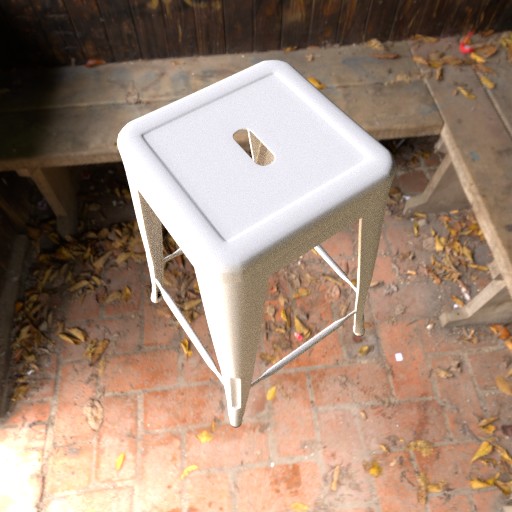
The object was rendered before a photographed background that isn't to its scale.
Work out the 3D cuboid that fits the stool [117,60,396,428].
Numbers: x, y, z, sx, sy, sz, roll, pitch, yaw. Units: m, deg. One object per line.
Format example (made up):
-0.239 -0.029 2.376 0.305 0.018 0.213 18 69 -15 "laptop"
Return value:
0.000 0.000 0.890 0.406 0.610 0.406 -31 65 -17 "stool"
